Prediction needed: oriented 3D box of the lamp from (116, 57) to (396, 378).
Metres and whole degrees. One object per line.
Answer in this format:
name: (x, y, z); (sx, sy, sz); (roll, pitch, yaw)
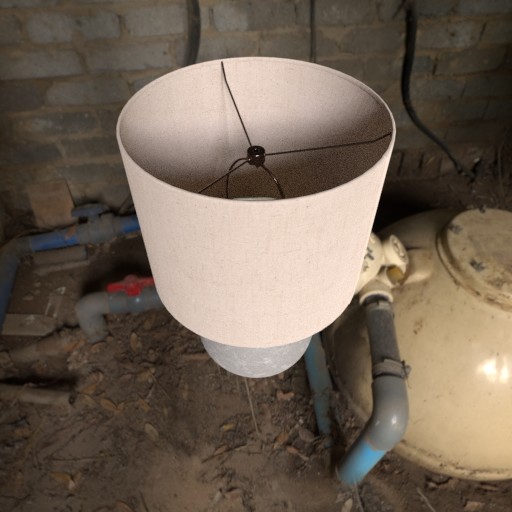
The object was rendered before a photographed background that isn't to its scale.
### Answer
lamp: (0.000, 0.000, 0.584); (0.269, 0.409, 0.269); (33, 55, 27)
